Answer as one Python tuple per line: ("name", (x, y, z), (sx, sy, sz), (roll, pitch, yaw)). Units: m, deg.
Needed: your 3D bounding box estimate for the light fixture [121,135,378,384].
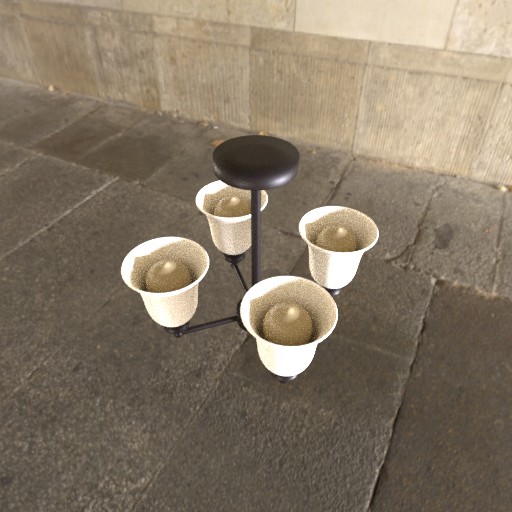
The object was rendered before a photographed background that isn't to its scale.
("light fixture", (0.000, 0.000, 1.832), (1.069, 0.925, 1.069), (-12, 42, -14))
